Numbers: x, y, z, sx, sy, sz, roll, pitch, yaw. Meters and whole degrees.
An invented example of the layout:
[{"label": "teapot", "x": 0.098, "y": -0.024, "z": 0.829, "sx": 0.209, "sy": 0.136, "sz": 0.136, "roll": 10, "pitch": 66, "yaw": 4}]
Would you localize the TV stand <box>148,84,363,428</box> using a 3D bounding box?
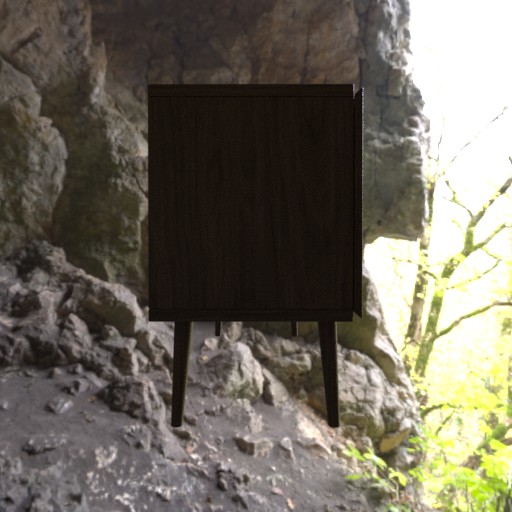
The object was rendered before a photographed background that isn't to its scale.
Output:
[{"label": "TV stand", "x": 0.000, "y": 0.000, "z": 1.332, "sx": 0.405, "sy": 0.660, "sz": 0.990, "roll": 0, "pitch": 1, "yaw": 0}]
